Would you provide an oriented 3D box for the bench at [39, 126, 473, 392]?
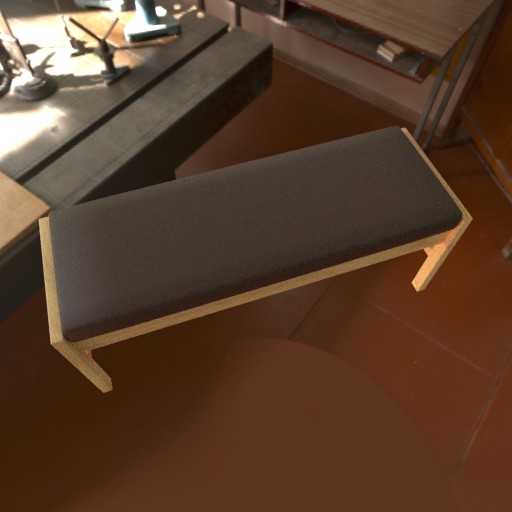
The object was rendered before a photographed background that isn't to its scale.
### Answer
[{"bbox_3d":[0.000,0.000,1.465,1.200,0.480,0.405,-16,59,-10],"label":"bench"}]
